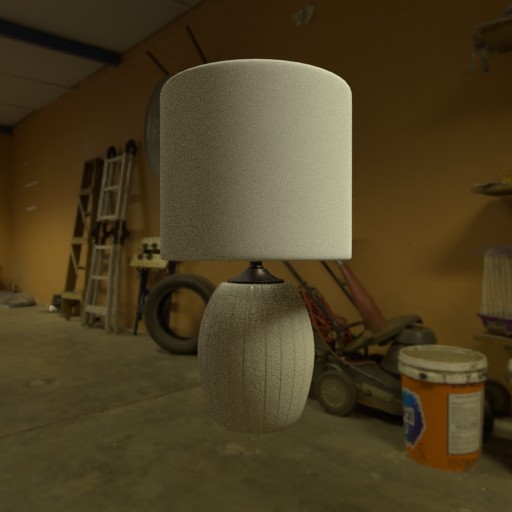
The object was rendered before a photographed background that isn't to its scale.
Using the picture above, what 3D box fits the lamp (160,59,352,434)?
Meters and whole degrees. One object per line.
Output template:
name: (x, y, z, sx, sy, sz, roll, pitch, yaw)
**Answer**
lamp: (0.000, 0.000, 0.779, 0.329, 0.570, 0.329, 0, 0, 1)
